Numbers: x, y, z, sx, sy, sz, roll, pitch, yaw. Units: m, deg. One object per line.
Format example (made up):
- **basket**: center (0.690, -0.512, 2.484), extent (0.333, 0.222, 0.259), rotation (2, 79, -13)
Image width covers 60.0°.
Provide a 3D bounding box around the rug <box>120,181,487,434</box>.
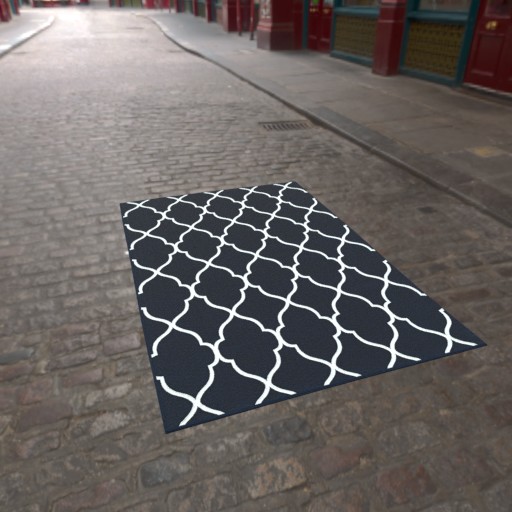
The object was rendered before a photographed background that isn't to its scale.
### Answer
- **rug**: center (0.000, 0.000, 2.812), extent (1.528, 0.014, 2.294), rotation (-10, 32, -16)
